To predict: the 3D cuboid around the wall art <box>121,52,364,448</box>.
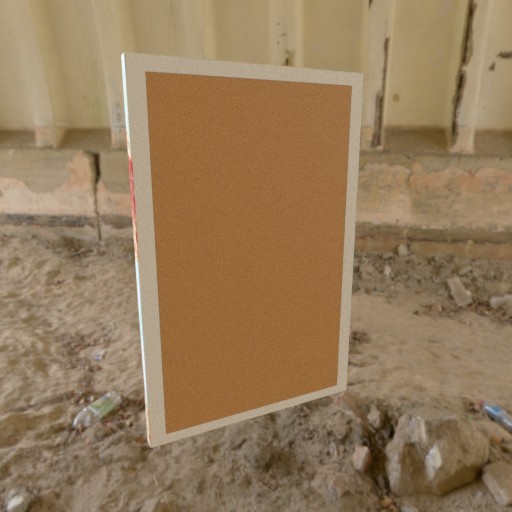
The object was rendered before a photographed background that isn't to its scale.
[{"bbox_3d":[0.000,0.000,1.139,0.605,0.915,0.037,-7,16,-26],"label":"wall art"}]
